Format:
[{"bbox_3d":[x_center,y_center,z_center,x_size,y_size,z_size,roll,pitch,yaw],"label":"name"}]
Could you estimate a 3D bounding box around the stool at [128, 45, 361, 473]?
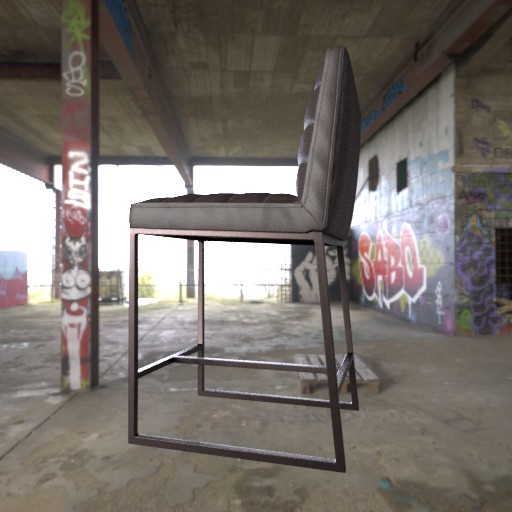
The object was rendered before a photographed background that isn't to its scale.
[{"bbox_3d":[0.000,0.000,1.250,0.562,0.946,0.463,0,-1,17],"label":"stool"}]
